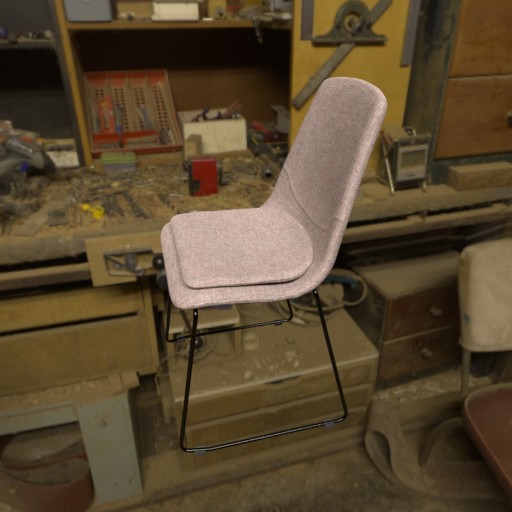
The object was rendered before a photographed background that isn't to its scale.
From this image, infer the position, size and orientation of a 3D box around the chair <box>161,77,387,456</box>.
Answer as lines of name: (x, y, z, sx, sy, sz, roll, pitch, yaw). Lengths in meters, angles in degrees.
chair: (0.000, 0.000, 1.171, 0.518, 0.858, 0.479, -7, 30, -13)
